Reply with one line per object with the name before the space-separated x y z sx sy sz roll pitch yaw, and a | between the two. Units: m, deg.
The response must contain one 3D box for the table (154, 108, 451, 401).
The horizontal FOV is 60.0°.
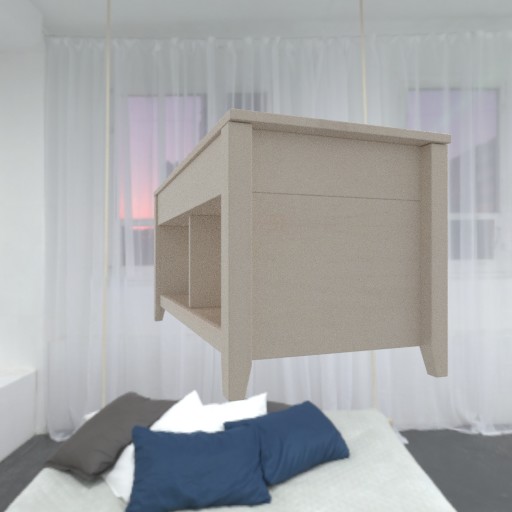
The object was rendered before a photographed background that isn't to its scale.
table | 0.000 0.000 1.279 0.457 0.483 1.016 0 0 -20
